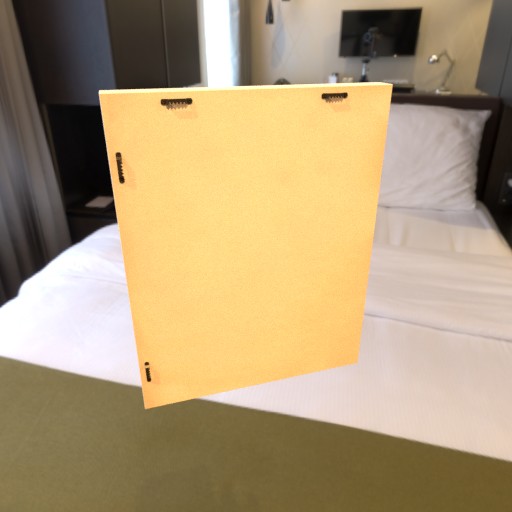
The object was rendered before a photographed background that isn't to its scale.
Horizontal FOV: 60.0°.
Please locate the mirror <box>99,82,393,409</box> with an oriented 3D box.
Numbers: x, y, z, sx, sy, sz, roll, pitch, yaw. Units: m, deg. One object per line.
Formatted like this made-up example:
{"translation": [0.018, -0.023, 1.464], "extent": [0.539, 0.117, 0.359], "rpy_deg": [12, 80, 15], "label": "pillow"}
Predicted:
{"translation": [0.000, 0.000, 0.712], "extent": [0.406, 0.509, 0.041], "rpy_deg": [-8, 27, -16], "label": "mirror"}
